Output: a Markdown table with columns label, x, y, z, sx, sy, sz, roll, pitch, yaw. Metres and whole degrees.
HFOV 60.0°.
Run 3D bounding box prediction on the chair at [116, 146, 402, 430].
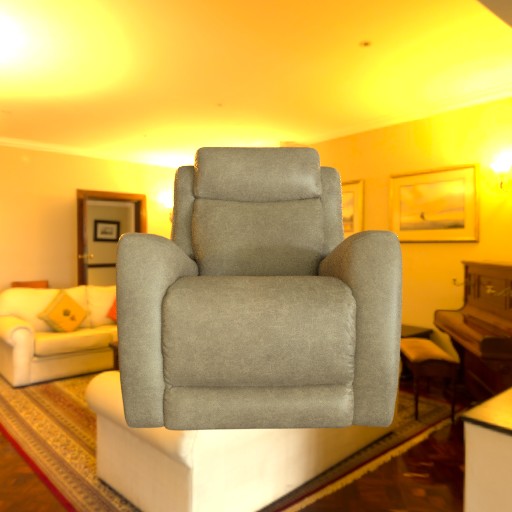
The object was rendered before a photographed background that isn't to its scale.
| label | x | y | z | sx | sy | sz | roll | pitch | yaw |
| --- | --- | --- | --- | --- | --- | --- | --- | --- | --- |
| chair | 0.000 | 0.000 | 1.918 | 0.967 | 1.116 | 1.068 | 0 | 1 | 0 |
